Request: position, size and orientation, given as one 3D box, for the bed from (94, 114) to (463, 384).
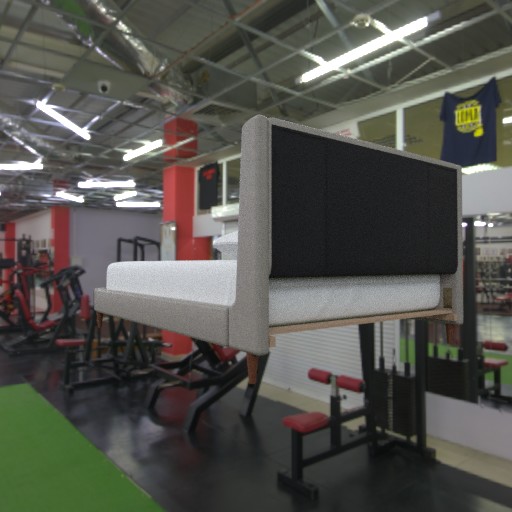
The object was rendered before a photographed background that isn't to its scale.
[{"bbox_3d":[0.000,0.000,3.224,1.656,1.147,2.232,1,-1,-37],"label":"bed"}]
